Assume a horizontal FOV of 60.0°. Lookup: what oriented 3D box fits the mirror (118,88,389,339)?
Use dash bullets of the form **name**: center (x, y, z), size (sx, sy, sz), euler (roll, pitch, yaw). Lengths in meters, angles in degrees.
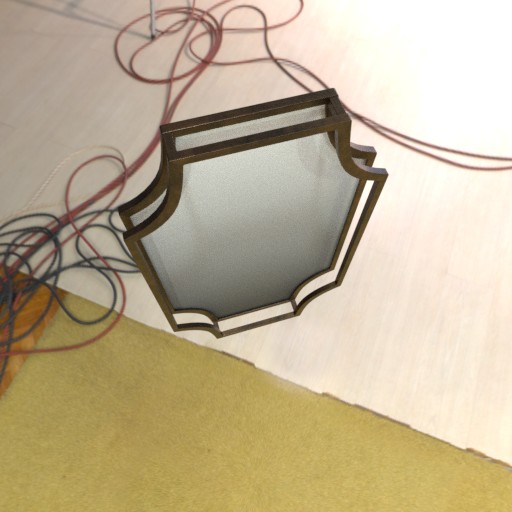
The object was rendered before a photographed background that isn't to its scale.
- **mirror**: center (0.000, 0.000, 0.971), size (0.462, 0.811, 0.066), euler (-15, 64, -7)
